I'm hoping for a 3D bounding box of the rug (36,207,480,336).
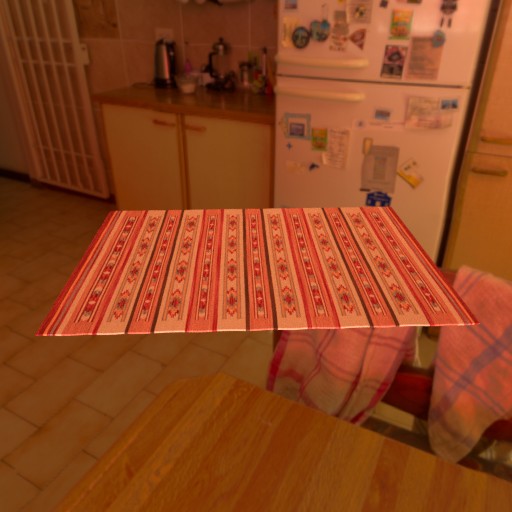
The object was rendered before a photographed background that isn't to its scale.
[{"bbox_3d":[0.000,0.000,2.333,1.817,0.008,1.223,-1,30,-2],"label":"rug"}]
